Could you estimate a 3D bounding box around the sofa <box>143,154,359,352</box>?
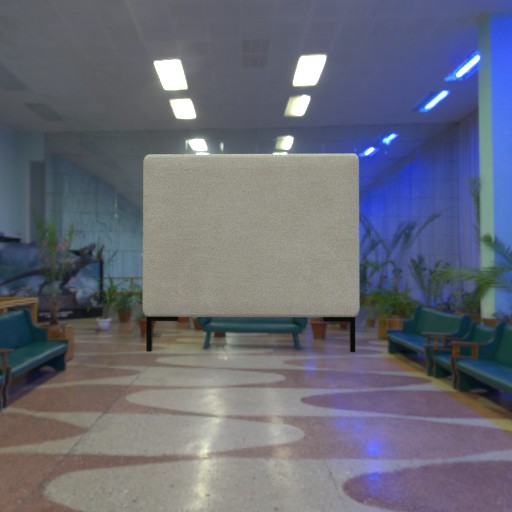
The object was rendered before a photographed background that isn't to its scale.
[{"bbox_3d":[0.000,0.000,2.368,0.686,0.635,1.981,0,-1,1],"label":"sofa"}]
